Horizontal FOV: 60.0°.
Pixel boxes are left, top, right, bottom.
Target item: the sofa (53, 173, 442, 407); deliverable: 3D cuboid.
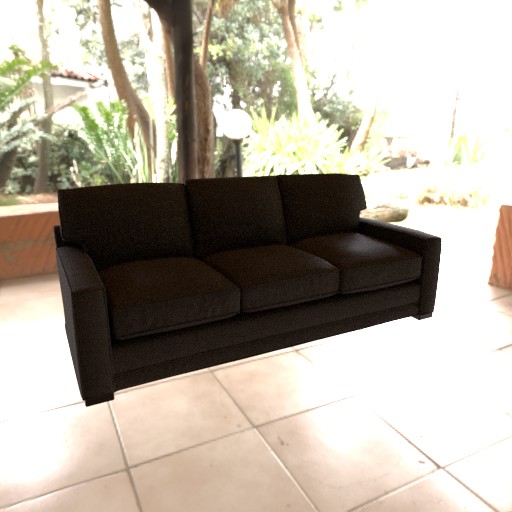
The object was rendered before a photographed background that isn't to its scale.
[{"bbox_3d":[0.000,0.000,2.928,2.369,0.978,1.004,-8,17,-26],"label":"sofa"}]
